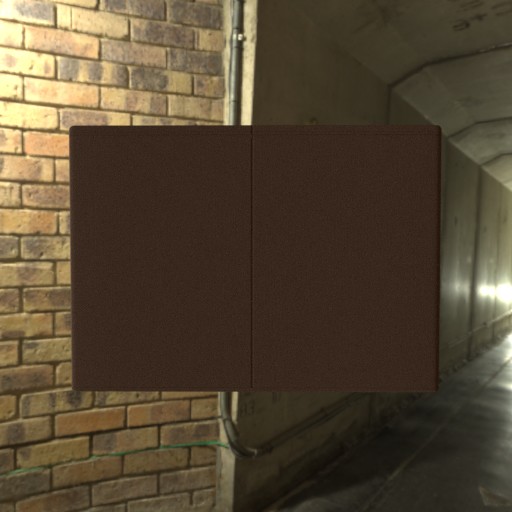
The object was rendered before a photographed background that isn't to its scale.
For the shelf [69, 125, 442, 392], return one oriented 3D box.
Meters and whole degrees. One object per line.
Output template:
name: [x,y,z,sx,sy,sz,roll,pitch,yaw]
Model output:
shelf: [0.000,0.000,0.491,0.292,0.210,0.292,0,1,0]
